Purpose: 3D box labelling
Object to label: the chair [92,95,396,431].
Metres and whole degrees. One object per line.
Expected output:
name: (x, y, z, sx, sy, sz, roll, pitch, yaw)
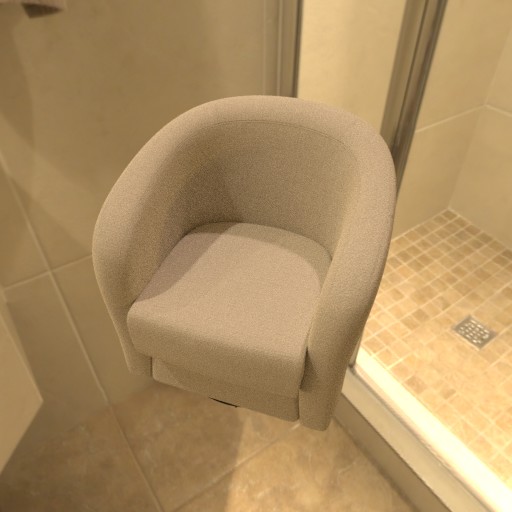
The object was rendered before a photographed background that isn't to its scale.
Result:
chair: (0.000, 0.000, 1.459, 0.791, 0.771, 0.815, 12, 43, 14)
